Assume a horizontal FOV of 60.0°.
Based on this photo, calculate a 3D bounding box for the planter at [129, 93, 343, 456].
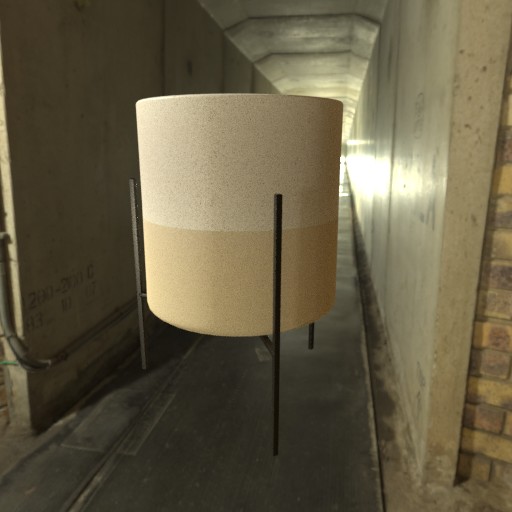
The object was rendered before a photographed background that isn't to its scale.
[{"bbox_3d":[0.000,0.000,0.553,0.263,0.362,0.267,-7,16,-26],"label":"planter"}]
